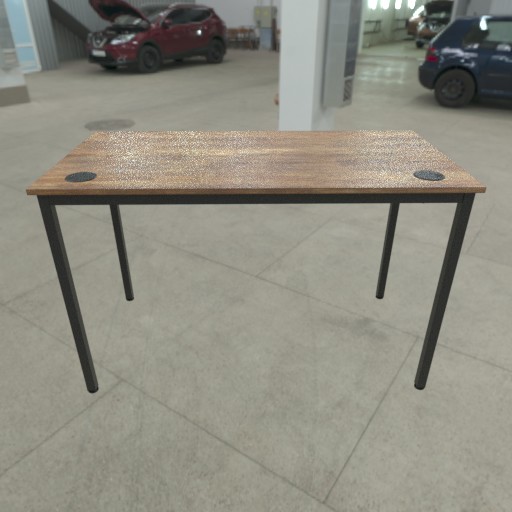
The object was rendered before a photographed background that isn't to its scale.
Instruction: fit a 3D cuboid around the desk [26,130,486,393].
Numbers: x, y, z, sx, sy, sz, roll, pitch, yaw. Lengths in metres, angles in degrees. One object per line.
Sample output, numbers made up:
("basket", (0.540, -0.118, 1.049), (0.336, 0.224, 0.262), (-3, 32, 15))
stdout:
("desk", (0.000, 0.000, 1.595), (1.200, 0.749, 0.600), (0, 30, -1))
